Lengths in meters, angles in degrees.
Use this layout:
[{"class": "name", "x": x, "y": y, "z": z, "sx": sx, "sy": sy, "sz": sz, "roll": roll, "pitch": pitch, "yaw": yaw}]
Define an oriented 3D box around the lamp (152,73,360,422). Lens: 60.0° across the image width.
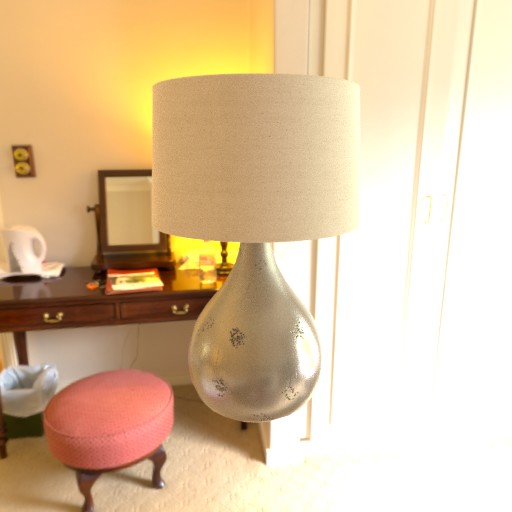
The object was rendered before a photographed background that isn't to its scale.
[{"class": "lamp", "x": 0.000, "y": 0.000, "z": 0.734, "sx": 0.330, "sy": 0.521, "sz": 0.330, "roll": 0, "pitch": 14, "yaw": 0}]
